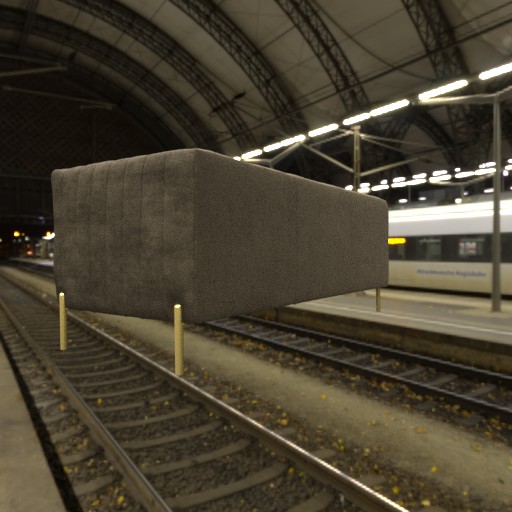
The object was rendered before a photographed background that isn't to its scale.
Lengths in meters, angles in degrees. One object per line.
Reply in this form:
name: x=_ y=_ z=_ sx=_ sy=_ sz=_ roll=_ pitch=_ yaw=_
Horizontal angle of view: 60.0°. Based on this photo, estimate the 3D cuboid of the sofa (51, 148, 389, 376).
sofa: x=0.000 y=0.000 z=2.476 sx=0.876 sy=0.780 sz=1.980 roll=0 pitch=1 yaw=35
